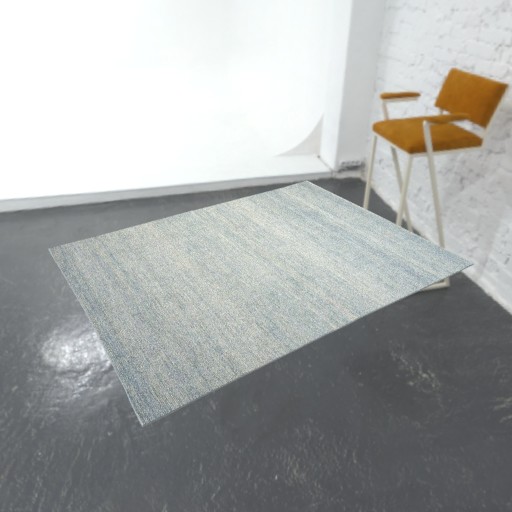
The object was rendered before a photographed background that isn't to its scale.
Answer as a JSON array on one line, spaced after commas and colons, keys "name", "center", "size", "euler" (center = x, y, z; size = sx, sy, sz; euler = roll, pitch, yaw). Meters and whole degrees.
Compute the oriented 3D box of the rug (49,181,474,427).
[{"name": "rug", "center": [0.000, 0.000, 4.206], "size": [3.237, 0.046, 2.461], "euler": [-19, 36, -28]}]
